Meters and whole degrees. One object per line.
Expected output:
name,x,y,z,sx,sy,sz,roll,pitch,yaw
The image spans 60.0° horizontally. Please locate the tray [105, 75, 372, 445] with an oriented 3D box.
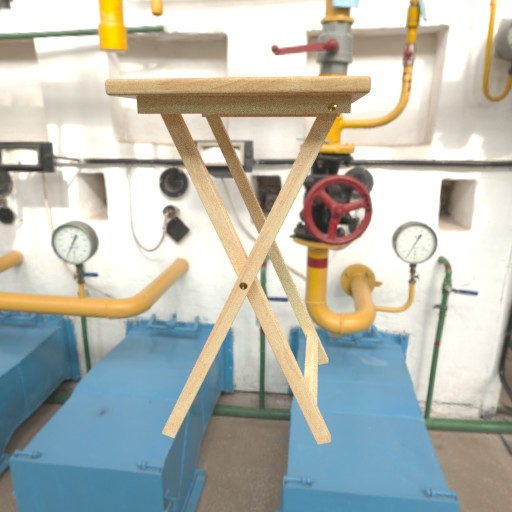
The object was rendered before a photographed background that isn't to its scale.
tray,0.000,0.000,0.938,0.381,0.660,0.483,2,17,8
